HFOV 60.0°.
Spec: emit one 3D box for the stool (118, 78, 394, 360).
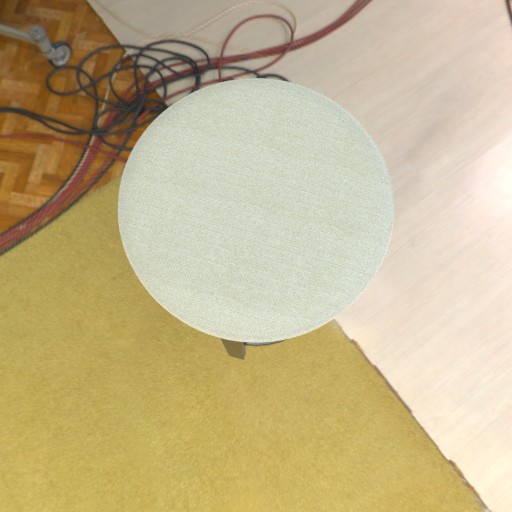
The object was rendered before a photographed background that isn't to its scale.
[{"bbox_3d":[0.000,0.000,1.011,0.446,0.758,0.446,0,75,0],"label":"stool"}]
